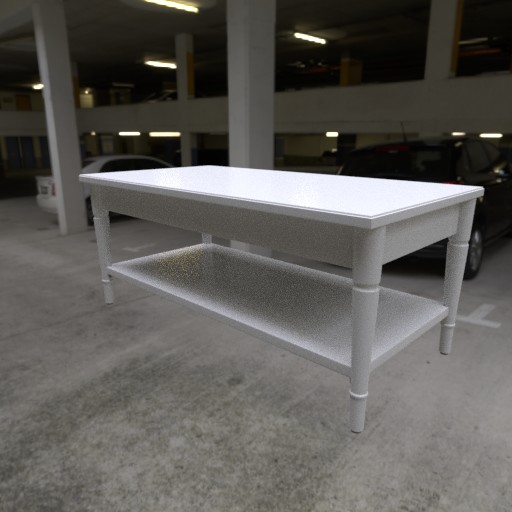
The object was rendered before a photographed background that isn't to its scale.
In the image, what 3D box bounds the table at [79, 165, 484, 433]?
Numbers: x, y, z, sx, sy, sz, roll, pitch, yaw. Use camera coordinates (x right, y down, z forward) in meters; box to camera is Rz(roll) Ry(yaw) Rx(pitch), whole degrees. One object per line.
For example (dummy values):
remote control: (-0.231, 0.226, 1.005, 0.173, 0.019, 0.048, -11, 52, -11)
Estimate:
table: (0.000, 0.000, 1.344, 1.067, 0.457, 0.559, 15, 21, 42)
